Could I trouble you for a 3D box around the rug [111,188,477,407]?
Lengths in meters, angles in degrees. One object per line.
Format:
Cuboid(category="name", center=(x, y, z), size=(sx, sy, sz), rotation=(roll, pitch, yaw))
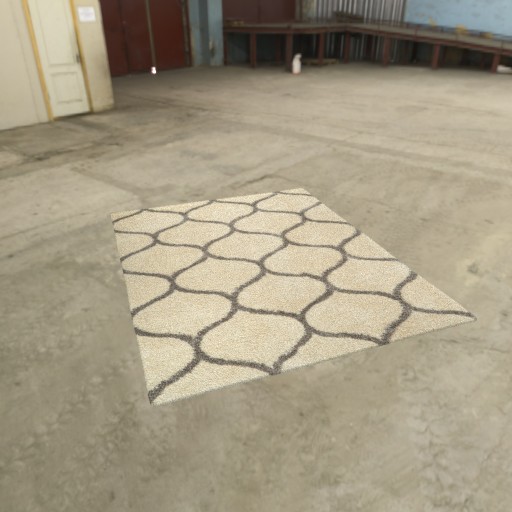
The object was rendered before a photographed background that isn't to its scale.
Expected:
Cuboid(category="rug", center=(0.000, 0.000, 4.137), size=(2.399, 0.026, 3.000), rotation=(-10, 30, -18))
